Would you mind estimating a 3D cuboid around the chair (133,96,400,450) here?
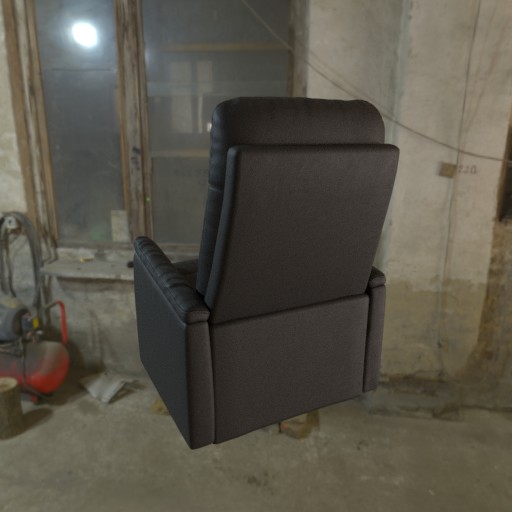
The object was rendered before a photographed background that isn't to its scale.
[{"bbox_3d":[0.000,0.000,1.651,0.775,1.082,0.831,-8,17,-27],"label":"chair"}]
